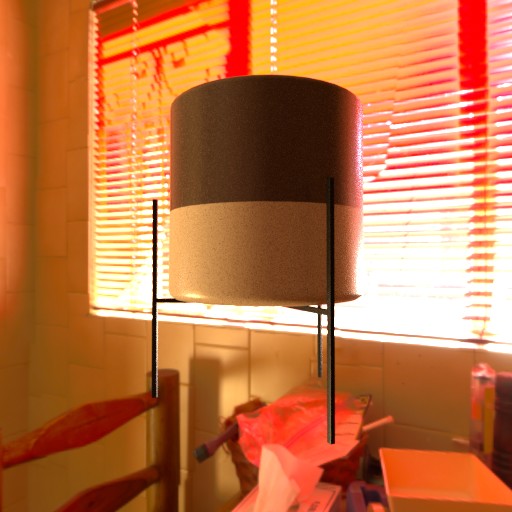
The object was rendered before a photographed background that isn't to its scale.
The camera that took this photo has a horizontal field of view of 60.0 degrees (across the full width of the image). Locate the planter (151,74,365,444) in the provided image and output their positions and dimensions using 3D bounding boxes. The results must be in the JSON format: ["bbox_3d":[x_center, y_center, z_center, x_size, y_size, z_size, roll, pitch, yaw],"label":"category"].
[{"bbox_3d":[0.000,0.000,0.536,0.260,0.353,0.250,0,-1,-1],"label":"planter"}]
